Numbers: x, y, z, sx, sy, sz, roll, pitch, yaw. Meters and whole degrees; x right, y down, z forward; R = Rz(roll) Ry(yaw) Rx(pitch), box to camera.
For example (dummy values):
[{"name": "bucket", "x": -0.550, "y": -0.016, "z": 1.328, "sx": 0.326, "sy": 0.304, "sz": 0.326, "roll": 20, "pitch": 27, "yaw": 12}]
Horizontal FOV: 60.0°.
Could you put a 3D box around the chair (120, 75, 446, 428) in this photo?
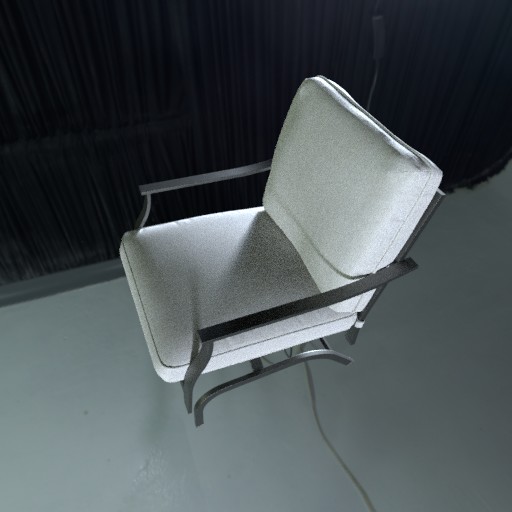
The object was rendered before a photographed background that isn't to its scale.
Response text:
[{"name": "chair", "x": 0.000, "y": 0.000, "z": 1.400, "sx": 0.787, "sy": 0.860, "sz": 0.650, "roll": -17, "pitch": 48, "yaw": -16}]
